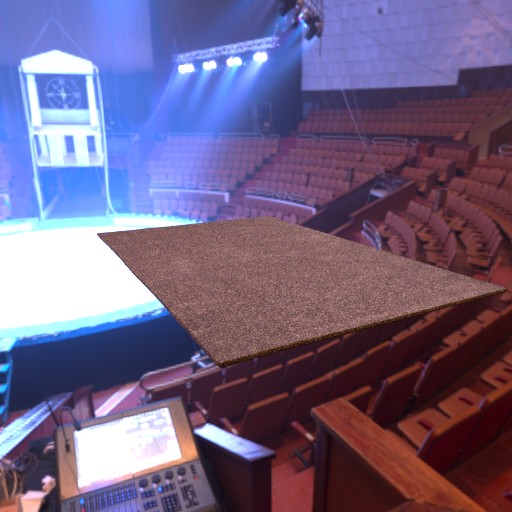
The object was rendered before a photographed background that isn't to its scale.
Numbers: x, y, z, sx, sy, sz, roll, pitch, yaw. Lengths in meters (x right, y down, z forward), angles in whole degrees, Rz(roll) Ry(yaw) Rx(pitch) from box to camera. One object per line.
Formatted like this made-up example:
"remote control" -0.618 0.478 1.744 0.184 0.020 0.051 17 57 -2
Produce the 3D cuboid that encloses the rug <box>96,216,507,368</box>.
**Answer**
"rug" 0.000 0.000 3.258 1.802 0.026 2.699 -8 17 -28
